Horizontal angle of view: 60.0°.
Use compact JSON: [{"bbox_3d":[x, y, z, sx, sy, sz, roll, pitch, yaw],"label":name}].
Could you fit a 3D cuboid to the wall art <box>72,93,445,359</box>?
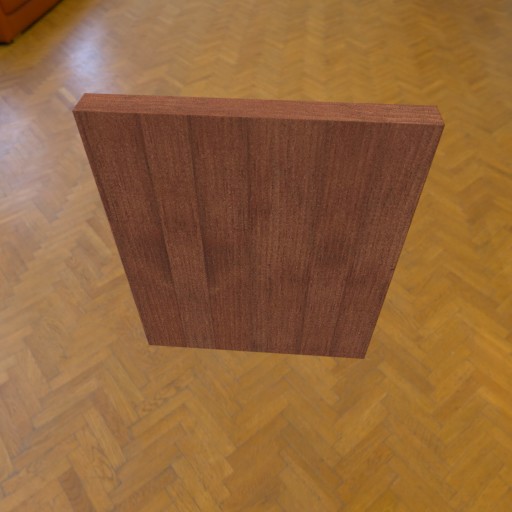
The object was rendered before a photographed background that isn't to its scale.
[{"bbox_3d":[0.000,0.000,0.625,0.377,0.449,0.039,3,47,3],"label":"wall art"}]
